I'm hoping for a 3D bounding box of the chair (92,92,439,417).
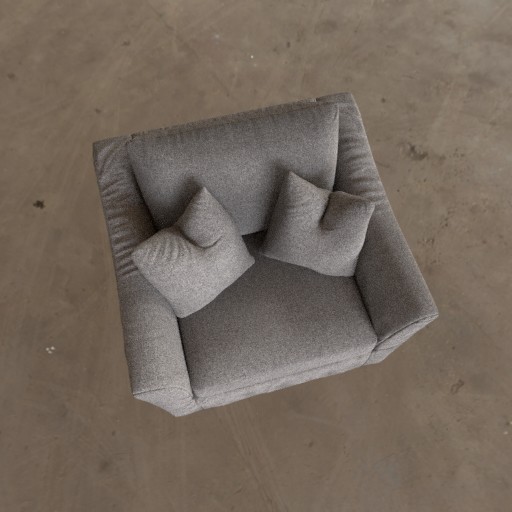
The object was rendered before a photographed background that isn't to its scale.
[{"bbox_3d":[0.000,0.000,2.034,1.194,1.059,1.071,-13,64,-6],"label":"chair"}]
